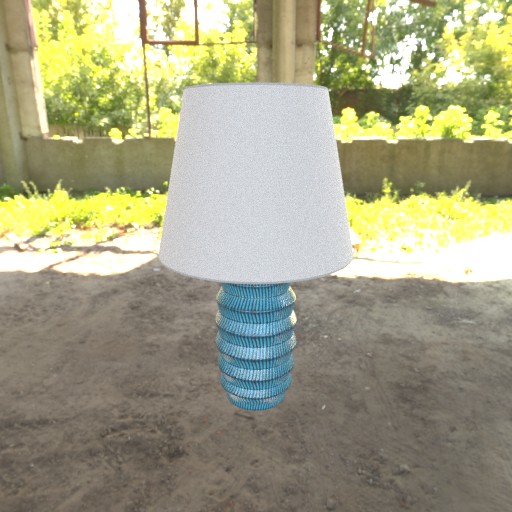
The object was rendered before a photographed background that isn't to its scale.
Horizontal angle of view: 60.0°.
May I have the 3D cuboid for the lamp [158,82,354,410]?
[{"bbox_3d":[0.000,0.000,0.824,0.355,0.582,0.355,0,16,0],"label":"lamp"}]
